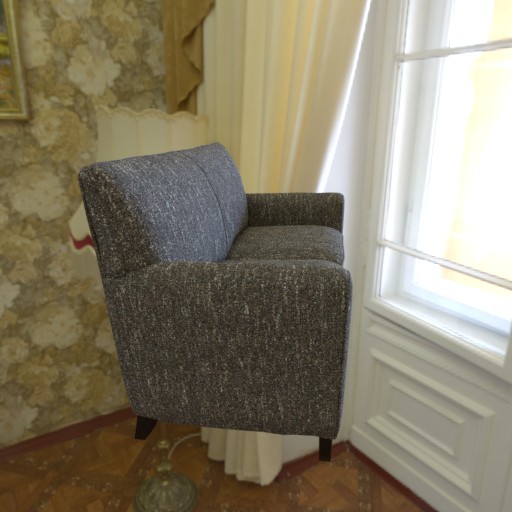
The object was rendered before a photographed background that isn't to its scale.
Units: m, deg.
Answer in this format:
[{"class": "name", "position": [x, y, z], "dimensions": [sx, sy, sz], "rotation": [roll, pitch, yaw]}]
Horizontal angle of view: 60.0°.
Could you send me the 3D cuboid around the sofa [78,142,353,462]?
[{"class": "sofa", "position": [0.000, 0.000, 2.009], "dimensions": [0.801, 0.946, 1.519], "rotation": [3, 17, 9]}]
